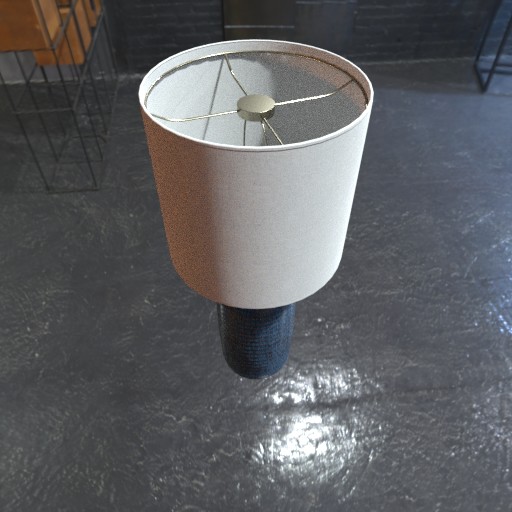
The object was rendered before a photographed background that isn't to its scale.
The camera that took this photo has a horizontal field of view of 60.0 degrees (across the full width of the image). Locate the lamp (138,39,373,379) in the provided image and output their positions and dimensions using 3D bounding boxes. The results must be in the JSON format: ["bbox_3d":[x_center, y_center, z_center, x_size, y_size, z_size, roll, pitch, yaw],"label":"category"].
[{"bbox_3d":[0.000,0.000,0.594,0.220,0.475,0.220,-4,46,-4],"label":"lamp"}]
